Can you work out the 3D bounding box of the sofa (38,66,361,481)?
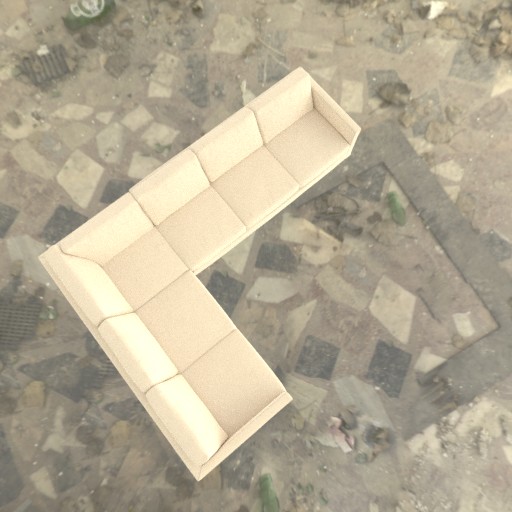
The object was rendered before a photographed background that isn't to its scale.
[{"bbox_3d":[0.000,0.000,4.273,3.182,0.863,2.432,-38,79,-9],"label":"sofa"}]
